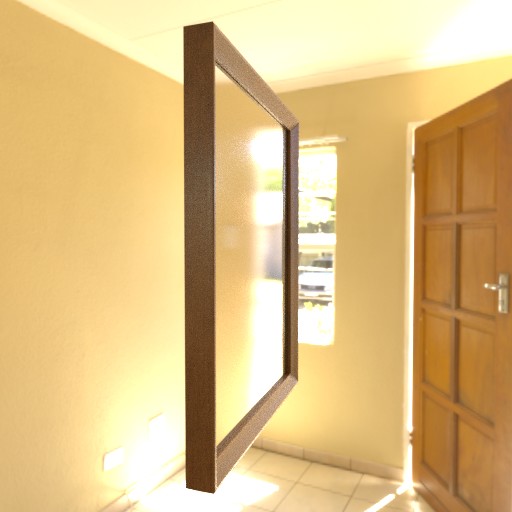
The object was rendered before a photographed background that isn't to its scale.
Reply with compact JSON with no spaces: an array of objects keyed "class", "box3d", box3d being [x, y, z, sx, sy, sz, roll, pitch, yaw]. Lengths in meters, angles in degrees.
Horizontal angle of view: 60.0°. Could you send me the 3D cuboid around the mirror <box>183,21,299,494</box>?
[{"class":"mirror","box3d":[0.000,0.000,0.674,0.041,0.509,0.406,1,2,18]}]
